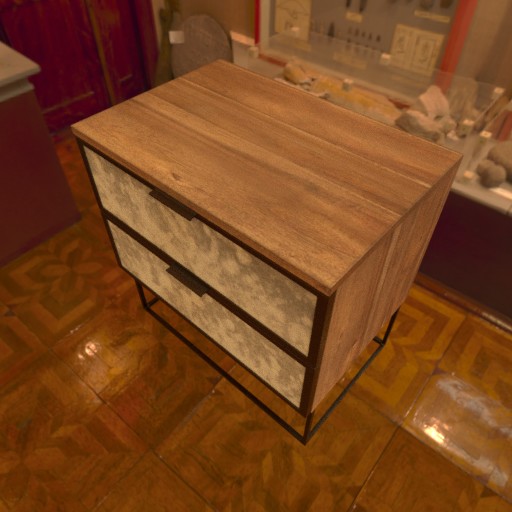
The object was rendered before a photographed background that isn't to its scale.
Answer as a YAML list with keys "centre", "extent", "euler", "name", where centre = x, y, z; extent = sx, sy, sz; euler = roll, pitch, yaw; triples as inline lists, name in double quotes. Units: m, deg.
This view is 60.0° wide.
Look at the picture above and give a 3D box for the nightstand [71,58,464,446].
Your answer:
- centre: [0.000, 0.000, 1.032]
  extent: [0.605, 0.611, 0.427]
  euler: [33, 55, 27]
  name: "nightstand"
